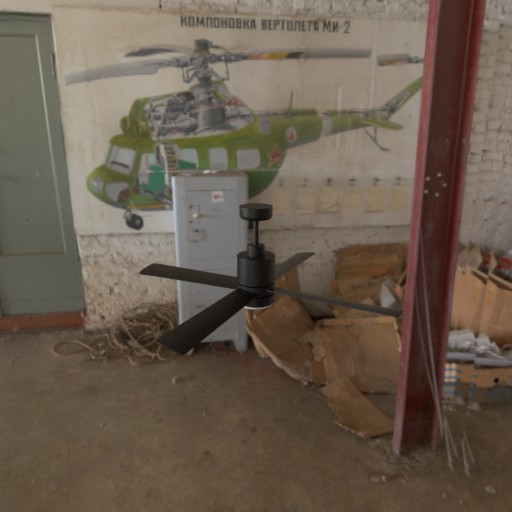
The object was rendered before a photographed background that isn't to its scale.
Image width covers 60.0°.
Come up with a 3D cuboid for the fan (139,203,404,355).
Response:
[{"bbox_3d":[0.000,0.000,2.345,1.525,0.534,1.525,8,18,26],"label":"fan"}]
